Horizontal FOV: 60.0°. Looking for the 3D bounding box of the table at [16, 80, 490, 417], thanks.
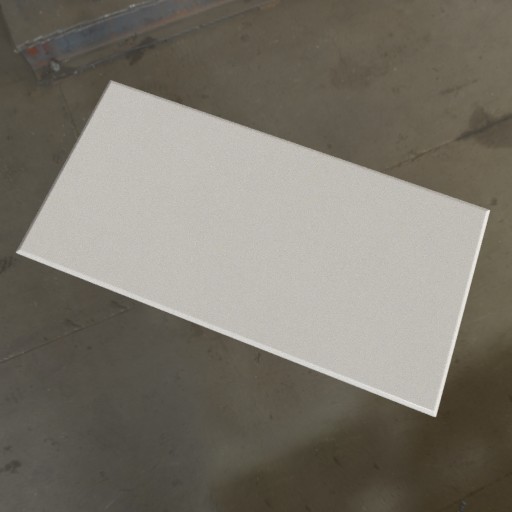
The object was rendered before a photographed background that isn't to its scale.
[{"bbox_3d":[0.000,0.000,1.390,1.109,0.506,0.551,20,76,5],"label":"table"}]
